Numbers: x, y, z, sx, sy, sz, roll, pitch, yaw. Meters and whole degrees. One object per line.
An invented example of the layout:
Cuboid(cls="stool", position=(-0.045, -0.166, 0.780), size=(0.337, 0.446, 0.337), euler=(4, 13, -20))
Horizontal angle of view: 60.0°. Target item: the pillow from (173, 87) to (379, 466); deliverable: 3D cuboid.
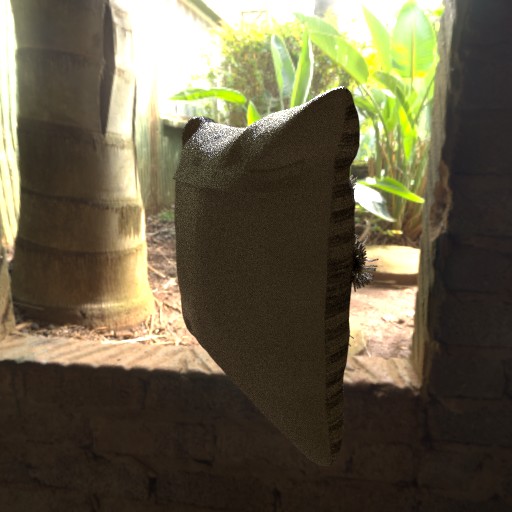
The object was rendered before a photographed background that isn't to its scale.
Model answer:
Cuboid(cls="pillow", position=(0.000, 0.000, 0.754), size=(0.234, 0.490, 0.484), euler=(-7, 15, -26))
